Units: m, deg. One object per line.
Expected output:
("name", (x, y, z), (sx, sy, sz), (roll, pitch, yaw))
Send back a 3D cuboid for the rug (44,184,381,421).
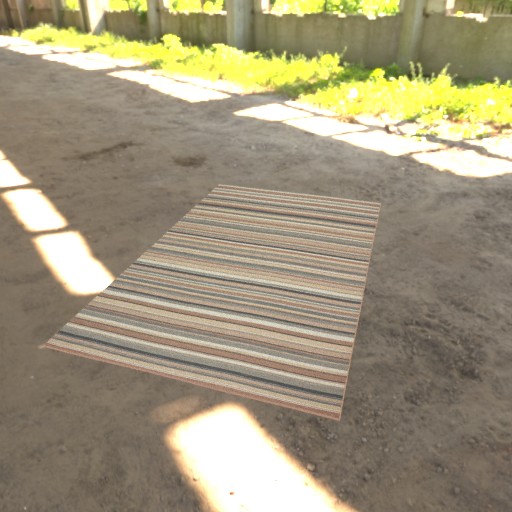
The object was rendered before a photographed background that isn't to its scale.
("rug", (0.000, 0.000, 3.081), (1.523, 0.014, 2.438), (9, 31, 15))
